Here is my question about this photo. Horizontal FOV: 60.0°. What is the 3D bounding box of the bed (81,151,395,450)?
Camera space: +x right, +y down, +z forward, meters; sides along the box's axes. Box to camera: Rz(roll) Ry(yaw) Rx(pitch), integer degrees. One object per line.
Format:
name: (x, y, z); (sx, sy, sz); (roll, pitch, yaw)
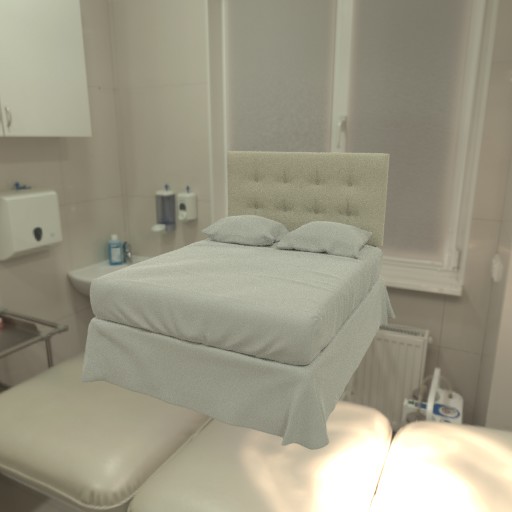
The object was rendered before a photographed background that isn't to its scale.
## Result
bed: (0.000, 0.000, 3.568); (1.936, 1.577, 2.222); (7, 17, 26)
